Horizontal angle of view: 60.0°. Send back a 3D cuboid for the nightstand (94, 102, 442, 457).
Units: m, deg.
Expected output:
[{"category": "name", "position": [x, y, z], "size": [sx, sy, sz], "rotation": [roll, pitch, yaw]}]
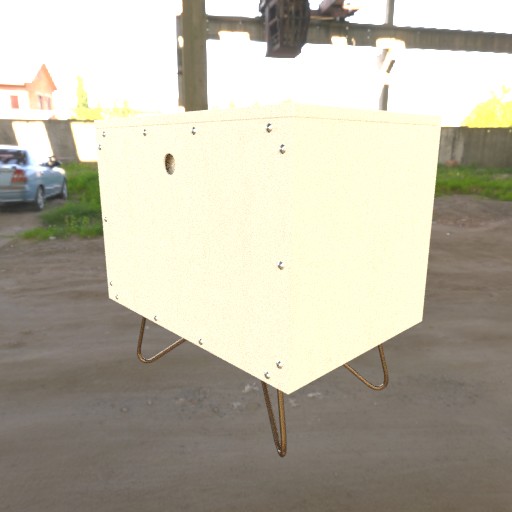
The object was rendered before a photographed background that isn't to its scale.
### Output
[{"category": "nightstand", "position": [0.000, 0.000, 1.017], "size": [0.447, 0.604, 0.614], "rotation": [-13, 19, -42]}]
